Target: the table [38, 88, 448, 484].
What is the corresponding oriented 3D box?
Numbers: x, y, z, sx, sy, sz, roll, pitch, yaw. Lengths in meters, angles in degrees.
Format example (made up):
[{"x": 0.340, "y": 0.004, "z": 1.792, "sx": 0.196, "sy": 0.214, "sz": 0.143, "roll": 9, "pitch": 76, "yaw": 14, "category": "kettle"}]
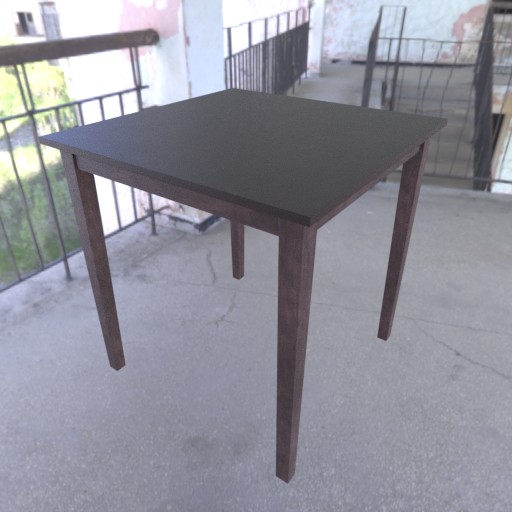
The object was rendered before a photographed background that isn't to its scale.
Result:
[{"x": 0.000, "y": 0.000, "z": 1.333, "sx": 0.749, "sy": 0.770, "sz": 0.749, "roll": 20, "pitch": 37, "yaw": 30, "category": "table"}]
